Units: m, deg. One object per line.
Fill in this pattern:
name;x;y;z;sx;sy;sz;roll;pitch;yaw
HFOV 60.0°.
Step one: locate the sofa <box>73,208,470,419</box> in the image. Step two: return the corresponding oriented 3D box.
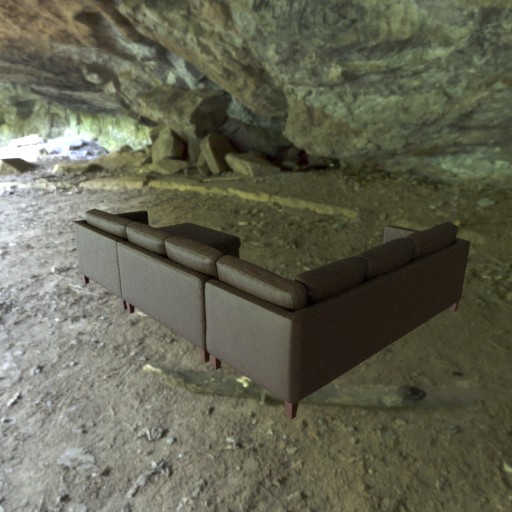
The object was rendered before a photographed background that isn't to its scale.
sofa;0.000;0.000;4.764;2.593;0.923;3.460;-16;24;-40
